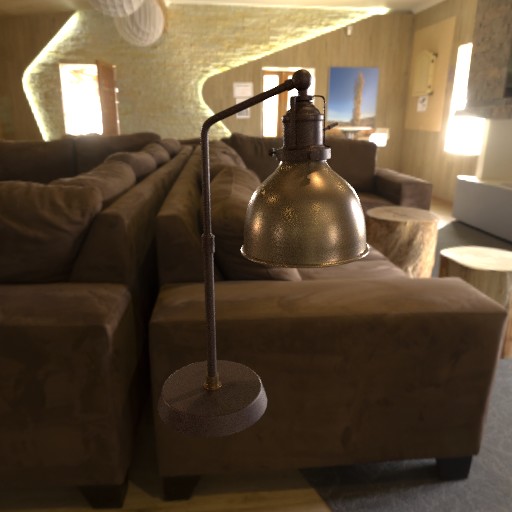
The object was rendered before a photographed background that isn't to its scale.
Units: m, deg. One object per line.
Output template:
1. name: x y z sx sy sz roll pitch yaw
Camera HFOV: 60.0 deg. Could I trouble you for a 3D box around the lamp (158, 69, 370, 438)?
1. lamp: 0.000 0.000 0.602 0.298 0.469 0.175 3 17 10
